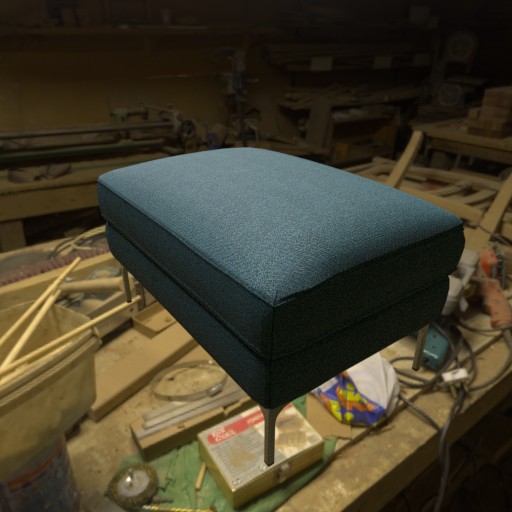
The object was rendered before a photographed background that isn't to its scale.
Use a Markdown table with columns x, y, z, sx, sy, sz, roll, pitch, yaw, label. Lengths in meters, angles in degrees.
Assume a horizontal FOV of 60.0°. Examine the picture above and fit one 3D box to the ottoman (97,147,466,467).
| x | y | z | sx | sy | sz | roll | pitch | yaw | label |
| --- | --- | --- | --- | --- | --- | --- | --- | --- | --- |
| 0.000 | 0.000 | 1.201 | 0.563 | 0.498 | 0.856 | -18 | 32 | -32 | ottoman |
